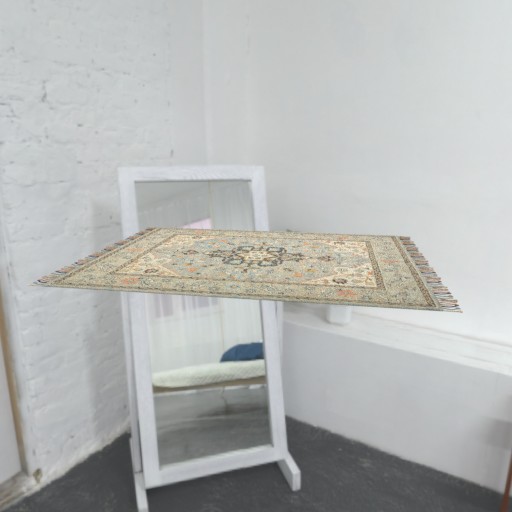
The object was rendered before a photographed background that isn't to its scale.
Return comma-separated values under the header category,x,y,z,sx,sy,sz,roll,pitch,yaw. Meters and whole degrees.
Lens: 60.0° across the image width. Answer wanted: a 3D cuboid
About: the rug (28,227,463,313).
category,x,y,z,sx,sy,sz,roll,pitch,yaw
rug,0.000,0.000,4.305,3.221,0.011,2.379,3,15,10
